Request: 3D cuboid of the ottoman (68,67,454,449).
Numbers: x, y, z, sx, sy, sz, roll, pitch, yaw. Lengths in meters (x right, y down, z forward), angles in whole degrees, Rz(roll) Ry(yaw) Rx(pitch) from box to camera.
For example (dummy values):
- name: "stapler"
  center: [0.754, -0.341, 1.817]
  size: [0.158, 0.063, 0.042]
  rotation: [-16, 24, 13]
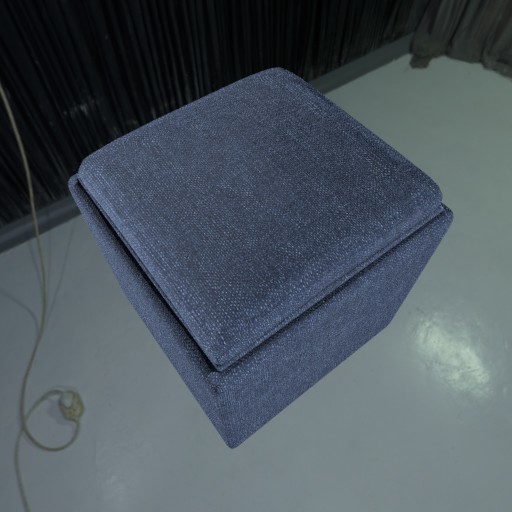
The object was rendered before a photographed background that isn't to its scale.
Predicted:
- name: "ottoman"
  center: [0.000, 0.000, 0.843]
  size: [0.454, 0.493, 0.436]
  rotation: [-33, 63, -19]
